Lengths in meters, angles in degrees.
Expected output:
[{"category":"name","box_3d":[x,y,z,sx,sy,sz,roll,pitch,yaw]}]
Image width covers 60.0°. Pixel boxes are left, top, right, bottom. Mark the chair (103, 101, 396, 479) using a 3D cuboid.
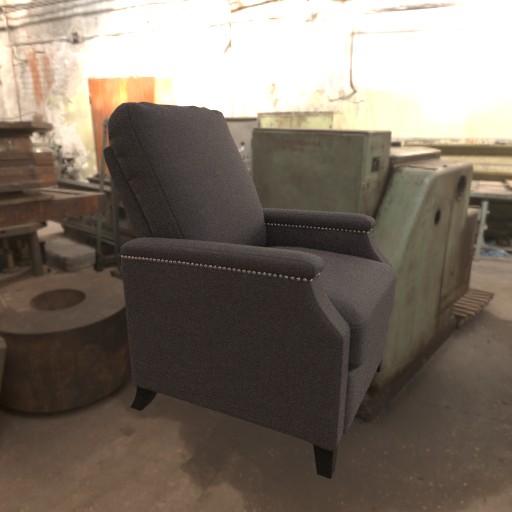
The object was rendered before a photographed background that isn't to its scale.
[{"category":"chair","box_3d":[0.000,0.000,1.598,0.922,1.049,0.710,8,18,26]}]
